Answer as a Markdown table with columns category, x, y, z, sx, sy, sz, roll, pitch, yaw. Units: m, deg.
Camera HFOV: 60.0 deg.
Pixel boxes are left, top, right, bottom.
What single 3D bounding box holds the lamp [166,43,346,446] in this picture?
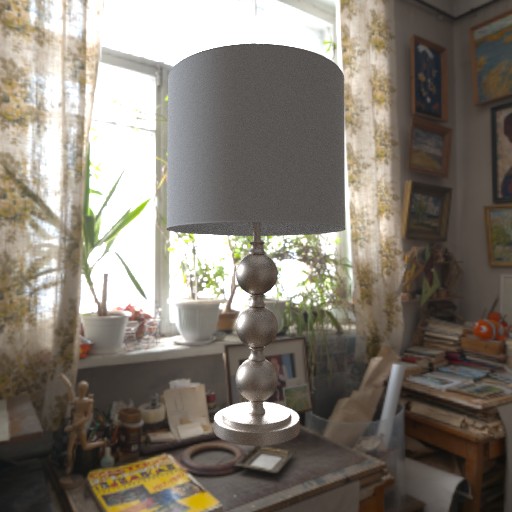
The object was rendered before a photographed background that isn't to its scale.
| category | x | y | z | sx | sy | sz | roll | pitch | yaw |
| --- | --- | --- | --- | --- | --- | --- | --- | --- | --- |
| lamp | 0.000 | 0.000 | 0.697 | 0.277 | 0.538 | 0.277 | 0 | -1 | 17 |
